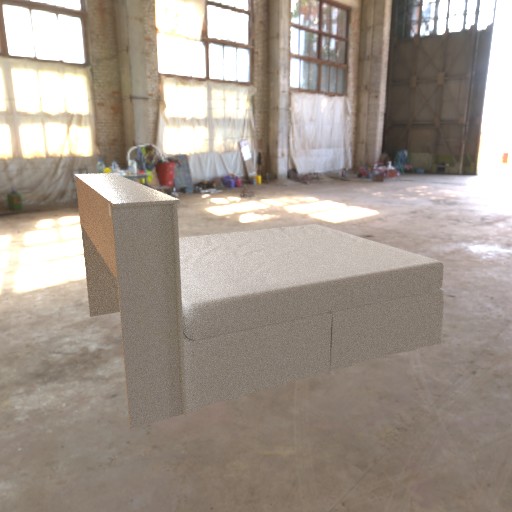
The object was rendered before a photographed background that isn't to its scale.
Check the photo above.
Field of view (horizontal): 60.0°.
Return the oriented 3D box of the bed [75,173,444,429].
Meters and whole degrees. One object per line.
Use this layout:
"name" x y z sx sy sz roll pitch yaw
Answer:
"bed" 0.000 0.000 3.123 2.133 1.092 1.671 -7 17 -26
